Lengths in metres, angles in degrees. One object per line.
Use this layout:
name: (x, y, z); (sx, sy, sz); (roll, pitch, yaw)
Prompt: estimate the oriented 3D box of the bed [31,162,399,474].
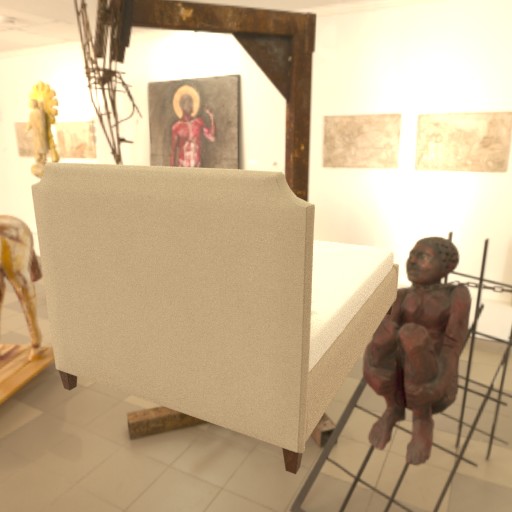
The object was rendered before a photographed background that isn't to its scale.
bed: (0.000, 0.000, 3.286); (1.713, 1.443, 2.372); (8, 17, 27)
